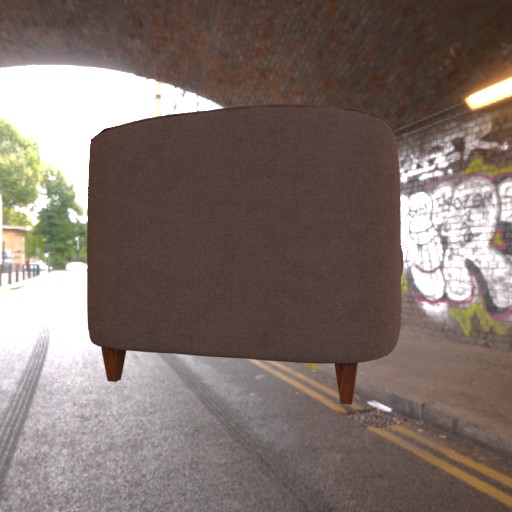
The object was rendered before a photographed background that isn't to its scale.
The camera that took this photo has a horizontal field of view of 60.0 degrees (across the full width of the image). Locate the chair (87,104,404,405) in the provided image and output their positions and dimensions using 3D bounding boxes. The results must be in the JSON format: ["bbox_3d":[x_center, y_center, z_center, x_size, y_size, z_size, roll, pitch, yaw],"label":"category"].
[{"bbox_3d":[0.000,0.000,1.731,1.104,0.852,0.941,0,-1,18],"label":"chair"}]
